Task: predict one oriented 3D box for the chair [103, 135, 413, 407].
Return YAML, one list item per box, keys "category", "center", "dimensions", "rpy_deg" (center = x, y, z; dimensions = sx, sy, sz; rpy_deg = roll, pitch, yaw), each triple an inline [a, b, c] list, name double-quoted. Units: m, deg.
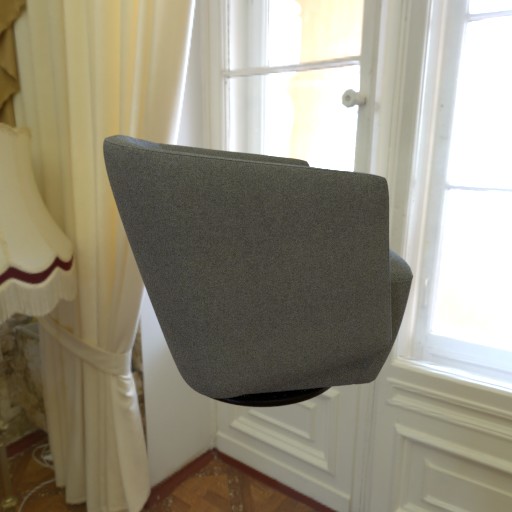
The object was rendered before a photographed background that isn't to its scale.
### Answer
- category: "chair"
  center: [0.000, 0.000, 1.631]
  dimensions: [0.986, 0.861, 0.822]
  rpy_deg: [-3, 16, -10]
